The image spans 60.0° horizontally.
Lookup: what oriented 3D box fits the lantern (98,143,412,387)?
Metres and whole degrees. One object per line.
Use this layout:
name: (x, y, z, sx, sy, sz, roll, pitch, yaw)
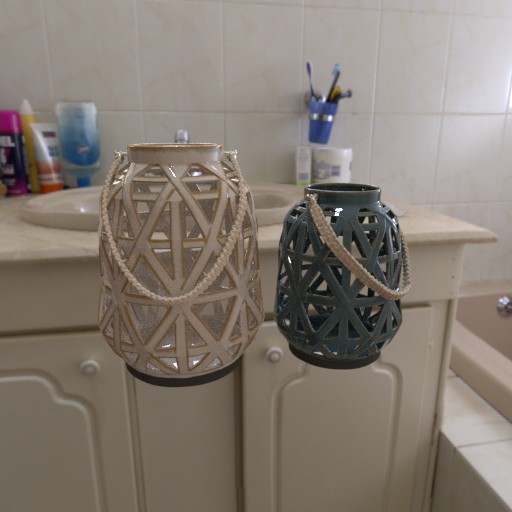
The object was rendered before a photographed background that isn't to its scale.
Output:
lantern: (0.000, 0.000, 0.628, 0.439, 0.307, 0.245, -2, 16, -8)
